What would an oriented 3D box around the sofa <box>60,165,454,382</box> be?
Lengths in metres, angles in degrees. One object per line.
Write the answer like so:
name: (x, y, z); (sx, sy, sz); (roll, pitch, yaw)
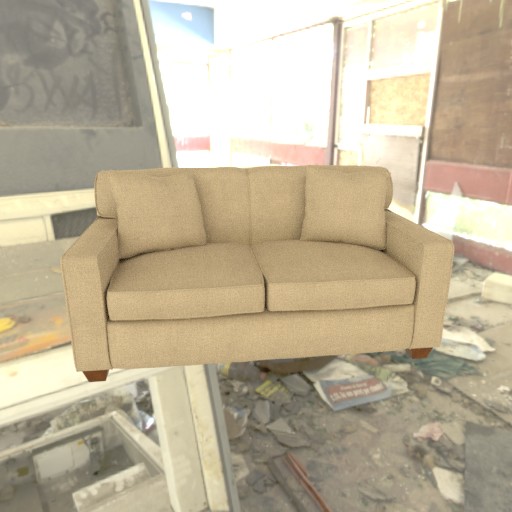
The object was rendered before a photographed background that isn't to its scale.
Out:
sofa: (0.000, 0.000, 2.506); (1.846, 0.958, 0.998); (-2, 18, -7)
